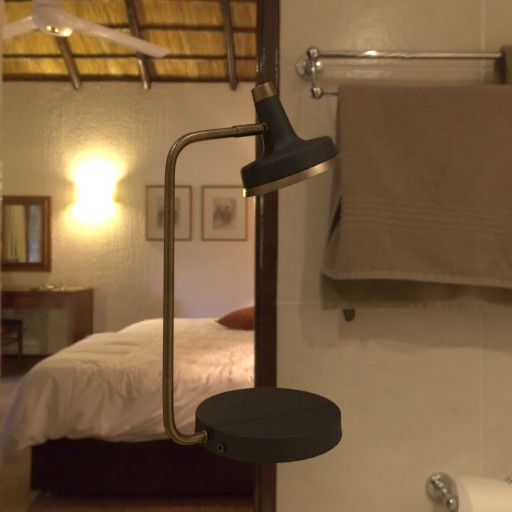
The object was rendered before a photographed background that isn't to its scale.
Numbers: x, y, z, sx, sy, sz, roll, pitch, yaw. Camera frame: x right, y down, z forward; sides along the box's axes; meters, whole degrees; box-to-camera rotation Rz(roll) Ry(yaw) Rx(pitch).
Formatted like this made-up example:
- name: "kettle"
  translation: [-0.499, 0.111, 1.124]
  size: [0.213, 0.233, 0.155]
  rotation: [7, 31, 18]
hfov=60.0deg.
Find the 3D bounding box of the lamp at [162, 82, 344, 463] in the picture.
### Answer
- name: "lamp"
  translation: [0.000, 0.000, 0.481]
  size: [0.218, 0.385, 0.162]
  rotation: [0, 0, -37]
